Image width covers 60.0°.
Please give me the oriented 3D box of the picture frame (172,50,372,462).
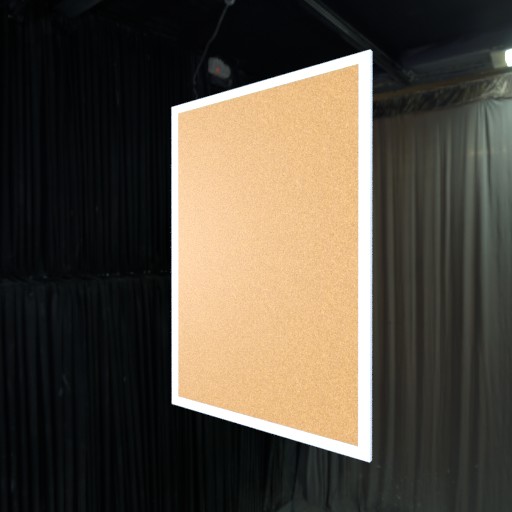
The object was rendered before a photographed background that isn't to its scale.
[{"bbox_3d":[0.000,0.000,1.212,0.659,0.940,0.013,0,0,37],"label":"picture frame"}]
